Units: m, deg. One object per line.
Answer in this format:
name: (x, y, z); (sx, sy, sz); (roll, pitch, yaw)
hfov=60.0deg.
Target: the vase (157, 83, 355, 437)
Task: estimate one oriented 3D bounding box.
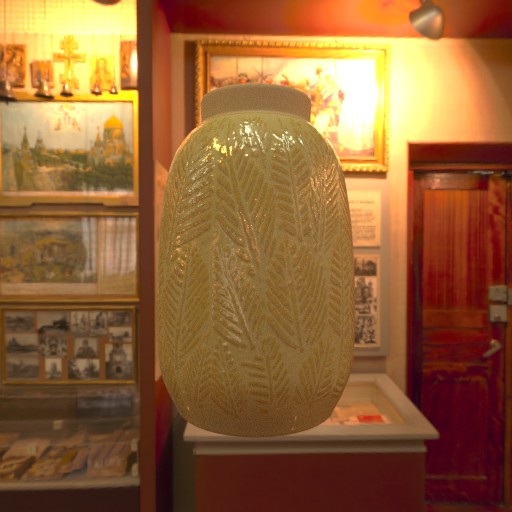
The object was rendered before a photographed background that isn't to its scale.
vase: (0.000, 0.000, 0.392); (0.172, 0.270, 0.172); (0, 1, 0)
